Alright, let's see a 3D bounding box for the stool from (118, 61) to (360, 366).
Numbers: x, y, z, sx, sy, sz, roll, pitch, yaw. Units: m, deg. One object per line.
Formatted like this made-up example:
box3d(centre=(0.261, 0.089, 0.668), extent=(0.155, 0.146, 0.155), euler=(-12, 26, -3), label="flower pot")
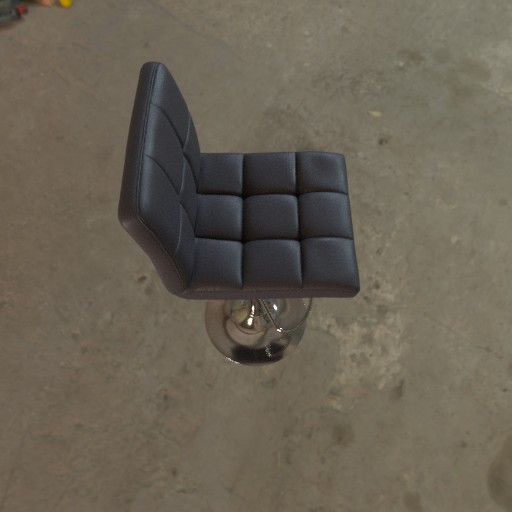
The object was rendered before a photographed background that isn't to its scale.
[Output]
box3d(centre=(0.000, 0.000, 1.351), extent=(0.505, 1.115, 0.430), euler=(0, 63, 0), label="stool")
